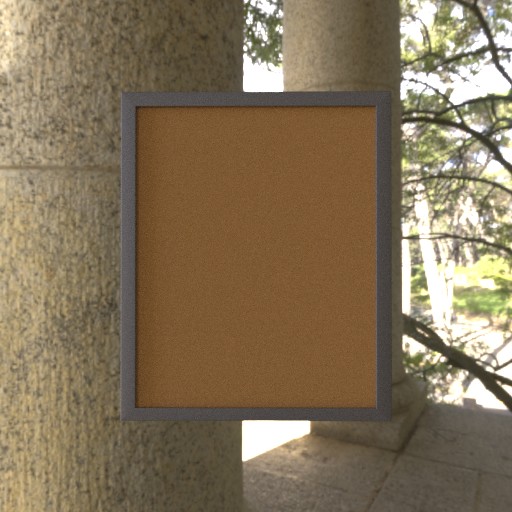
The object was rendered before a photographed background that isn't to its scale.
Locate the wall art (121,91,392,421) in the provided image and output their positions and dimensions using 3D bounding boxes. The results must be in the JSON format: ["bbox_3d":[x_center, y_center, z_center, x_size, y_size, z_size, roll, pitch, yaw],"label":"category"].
[{"bbox_3d":[0.000,0.000,0.764,0.458,0.558,0.029,0,0,0],"label":"wall art"}]
